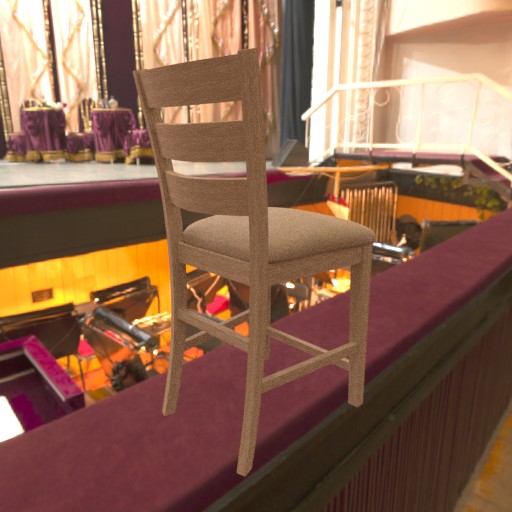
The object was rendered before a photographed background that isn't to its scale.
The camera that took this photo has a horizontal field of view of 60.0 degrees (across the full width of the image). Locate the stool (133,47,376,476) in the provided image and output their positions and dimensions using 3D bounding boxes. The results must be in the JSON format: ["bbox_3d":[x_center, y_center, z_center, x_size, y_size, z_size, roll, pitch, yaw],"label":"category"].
[{"bbox_3d":[0.000,0.000,1.318,0.569,1.032,0.484,-14,21,-42],"label":"stool"}]
